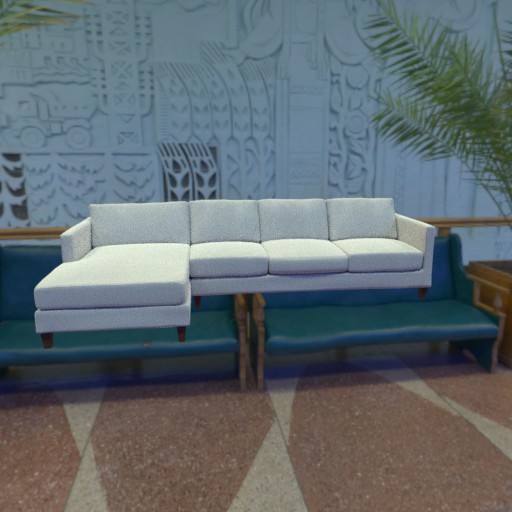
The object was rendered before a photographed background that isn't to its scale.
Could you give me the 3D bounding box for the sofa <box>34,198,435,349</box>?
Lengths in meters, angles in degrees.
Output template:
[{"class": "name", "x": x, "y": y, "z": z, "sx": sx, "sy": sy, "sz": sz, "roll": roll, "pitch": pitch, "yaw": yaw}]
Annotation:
[{"class": "sofa", "x": 0.000, "y": 0.000, "z": 3.873, "sx": 3.186, "sy": 0.861, "sz": 1.625, "roll": -2, "pitch": 13, "yaw": -7}]
